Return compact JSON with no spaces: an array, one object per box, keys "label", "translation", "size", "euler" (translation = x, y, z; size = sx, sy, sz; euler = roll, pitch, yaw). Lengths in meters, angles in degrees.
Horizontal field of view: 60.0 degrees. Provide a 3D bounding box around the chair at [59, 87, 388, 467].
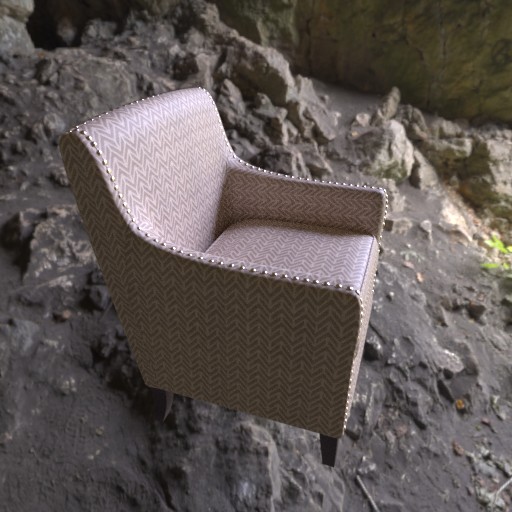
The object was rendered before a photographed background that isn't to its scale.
[{"label":"chair","translation":[0.000,0.000,1.244],"size":[0.651,0.816,0.623],"euler":[10,31,17]}]
